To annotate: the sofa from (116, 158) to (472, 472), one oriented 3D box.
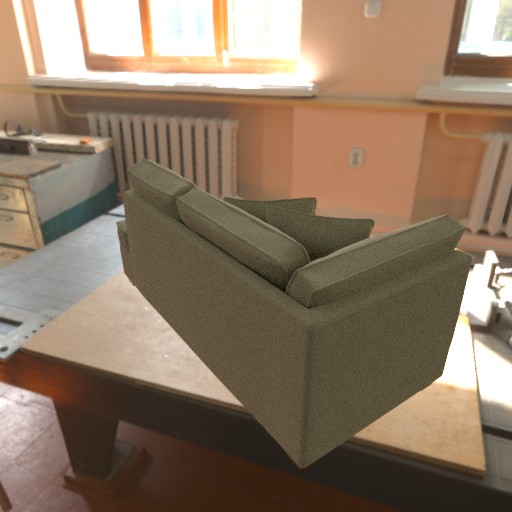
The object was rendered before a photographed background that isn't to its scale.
[{"bbox_3d":[0.000,0.000,2.836,1.110,1.033,2.237,-17,31,-31],"label":"sofa"}]
